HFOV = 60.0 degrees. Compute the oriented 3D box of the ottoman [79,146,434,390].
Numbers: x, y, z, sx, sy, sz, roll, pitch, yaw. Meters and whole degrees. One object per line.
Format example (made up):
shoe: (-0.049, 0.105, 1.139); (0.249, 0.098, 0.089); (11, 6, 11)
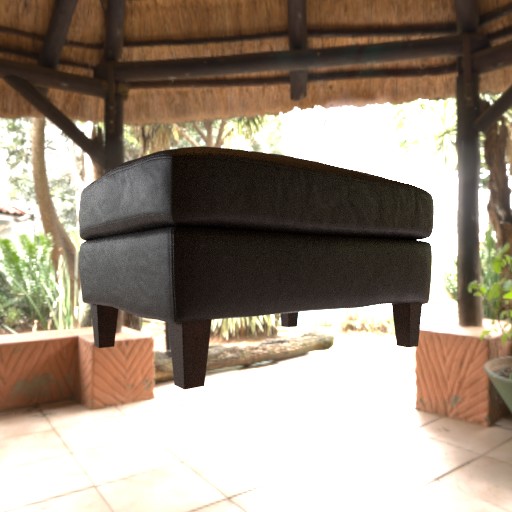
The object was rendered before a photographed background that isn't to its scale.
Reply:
ottoman: (0.000, 0.000, 1.300); (0.887, 0.529, 0.659); (1, -2, -37)
